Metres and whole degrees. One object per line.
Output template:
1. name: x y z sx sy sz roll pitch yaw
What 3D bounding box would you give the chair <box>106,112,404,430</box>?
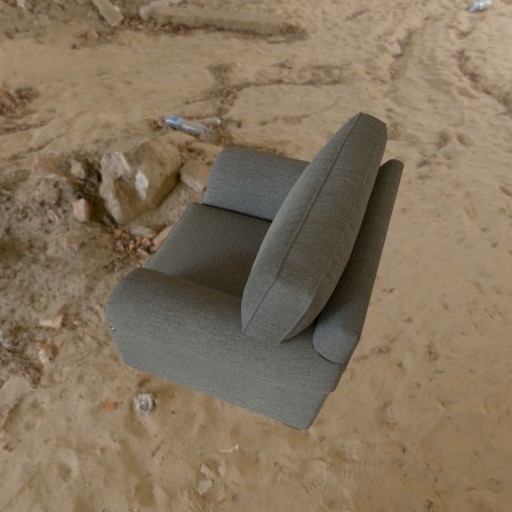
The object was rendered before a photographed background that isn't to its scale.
1. chair: 0.000 0.000 1.857 0.965 0.961 1.092 15 49 14
